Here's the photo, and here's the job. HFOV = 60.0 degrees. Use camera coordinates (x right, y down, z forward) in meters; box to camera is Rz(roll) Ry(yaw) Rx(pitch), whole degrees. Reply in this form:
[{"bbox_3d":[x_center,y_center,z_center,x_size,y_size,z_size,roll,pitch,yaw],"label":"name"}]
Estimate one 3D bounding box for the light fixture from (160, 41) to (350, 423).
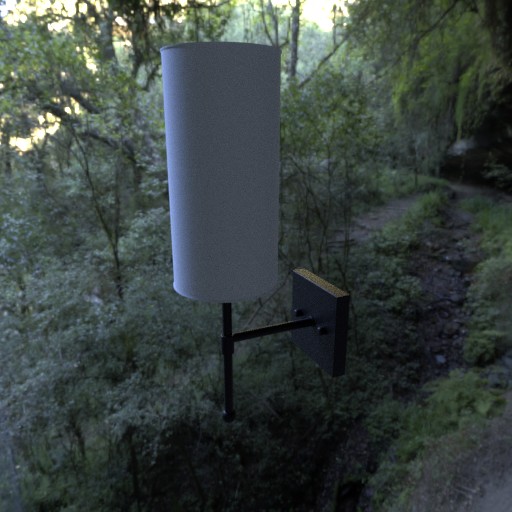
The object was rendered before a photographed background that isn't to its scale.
[{"bbox_3d":[0.000,0.000,0.552,0.208,0.462,0.128,-8,19,-23],"label":"light fixture"}]
